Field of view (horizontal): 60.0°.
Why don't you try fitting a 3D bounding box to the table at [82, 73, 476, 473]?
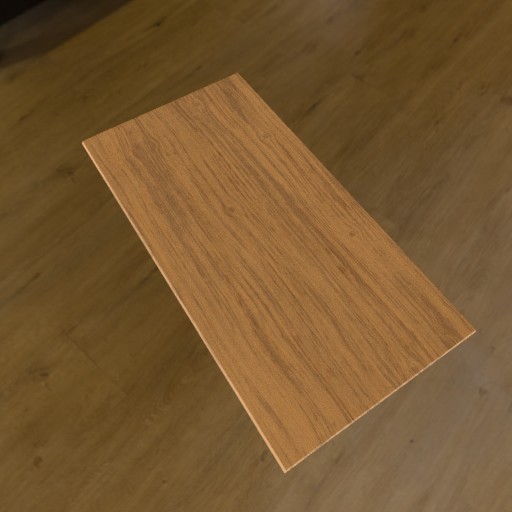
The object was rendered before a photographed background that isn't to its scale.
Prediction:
[{"bbox_3d":[0.000,0.000,1.677,0.693,0.445,1.331,-30,66,-15],"label":"table"}]
